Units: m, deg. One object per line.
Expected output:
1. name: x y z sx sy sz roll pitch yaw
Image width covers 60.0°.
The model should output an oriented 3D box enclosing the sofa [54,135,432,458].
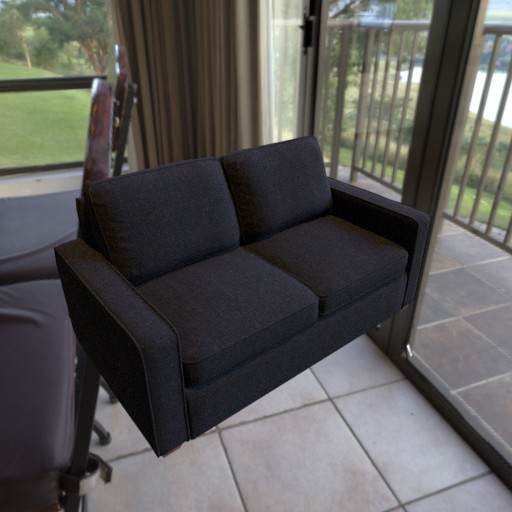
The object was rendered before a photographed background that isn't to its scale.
1. sofa: 0.000 0.000 2.267 1.709 0.918 0.947 -21 36 -33
